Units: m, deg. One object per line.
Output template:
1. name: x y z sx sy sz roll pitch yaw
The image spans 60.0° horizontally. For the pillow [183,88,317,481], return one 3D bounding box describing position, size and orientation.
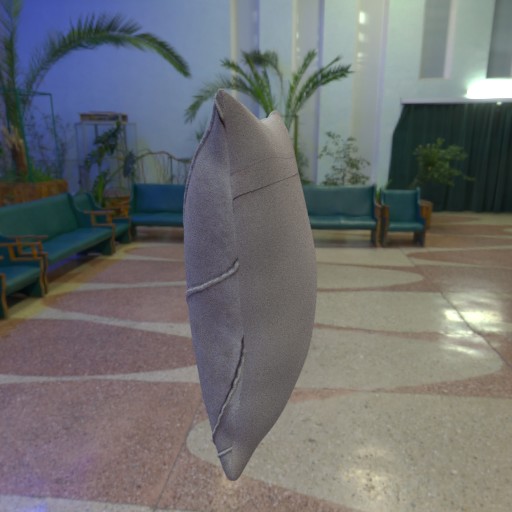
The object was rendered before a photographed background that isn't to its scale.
1. pillow: 0.000 0.000 0.663 0.185 0.440 0.439 2 15 9
